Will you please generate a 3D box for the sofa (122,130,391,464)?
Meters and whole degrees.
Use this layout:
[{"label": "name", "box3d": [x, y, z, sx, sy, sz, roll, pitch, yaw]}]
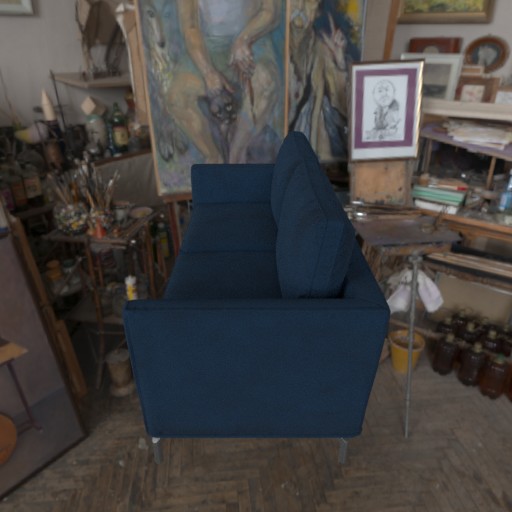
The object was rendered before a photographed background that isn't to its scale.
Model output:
[{"label": "sofa", "box3d": [0.000, 0.000, 2.273, 0.853, 1.002, 1.770, 0, 26, 0]}]
